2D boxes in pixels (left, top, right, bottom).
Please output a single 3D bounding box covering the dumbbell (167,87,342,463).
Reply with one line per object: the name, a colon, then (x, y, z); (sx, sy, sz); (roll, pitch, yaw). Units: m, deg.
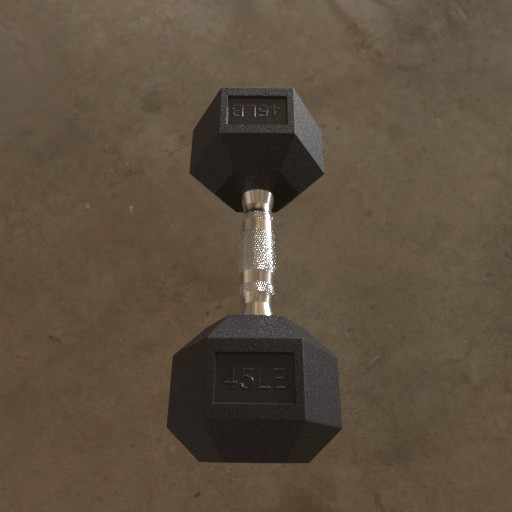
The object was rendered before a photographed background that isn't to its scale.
dumbbell: (0.000, 0.000, 0.422); (0.141, 0.123, 0.356); (0, 64, 0)
